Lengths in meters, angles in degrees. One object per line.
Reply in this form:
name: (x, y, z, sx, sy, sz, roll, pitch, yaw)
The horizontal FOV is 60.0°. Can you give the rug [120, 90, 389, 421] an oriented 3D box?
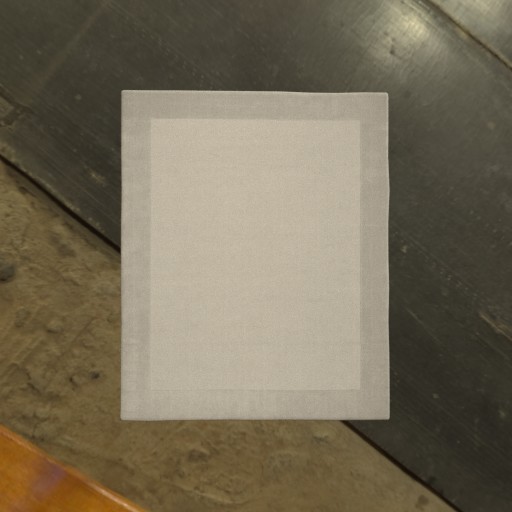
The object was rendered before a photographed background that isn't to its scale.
rug: (0.000, 0.000, 4.001, 2.430, 0.018, 2.976, 0, 90, -2)
